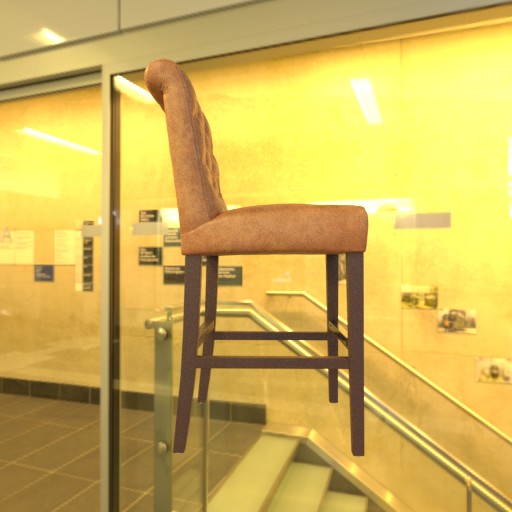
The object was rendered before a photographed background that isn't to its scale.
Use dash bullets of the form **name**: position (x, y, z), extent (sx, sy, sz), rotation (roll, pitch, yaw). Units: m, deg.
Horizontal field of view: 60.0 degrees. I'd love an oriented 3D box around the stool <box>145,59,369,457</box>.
- **stool**: position (0.000, 0.000, 1.382), extent (0.601, 1.047, 0.493), rotation (0, -1, 1)
